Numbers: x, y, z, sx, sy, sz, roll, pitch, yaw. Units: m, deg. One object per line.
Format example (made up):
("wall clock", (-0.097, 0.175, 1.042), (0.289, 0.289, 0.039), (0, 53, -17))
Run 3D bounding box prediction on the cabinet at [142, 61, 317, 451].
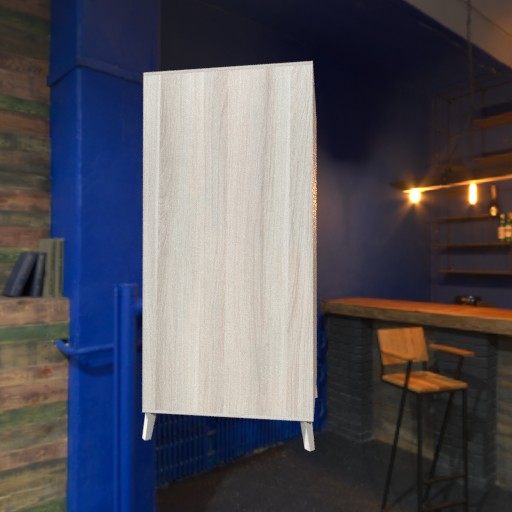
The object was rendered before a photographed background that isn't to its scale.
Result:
("cabinet", (0.000, 0.000, 2.616), (1.272, 1.957, 0.969), (1, -1, -36))
